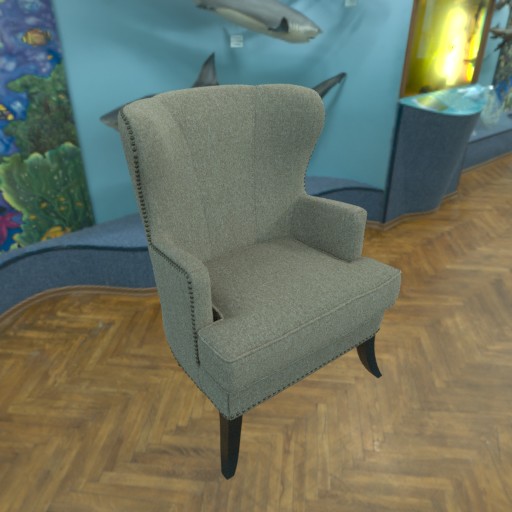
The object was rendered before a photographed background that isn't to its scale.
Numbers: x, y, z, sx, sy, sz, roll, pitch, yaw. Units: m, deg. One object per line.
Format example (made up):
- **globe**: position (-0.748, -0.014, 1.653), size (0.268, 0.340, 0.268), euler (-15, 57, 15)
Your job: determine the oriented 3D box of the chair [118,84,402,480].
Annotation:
- **chair**: position (0.000, 0.000, 1.586), size (0.759, 1.060, 0.758), euler (-20, 35, -32)
